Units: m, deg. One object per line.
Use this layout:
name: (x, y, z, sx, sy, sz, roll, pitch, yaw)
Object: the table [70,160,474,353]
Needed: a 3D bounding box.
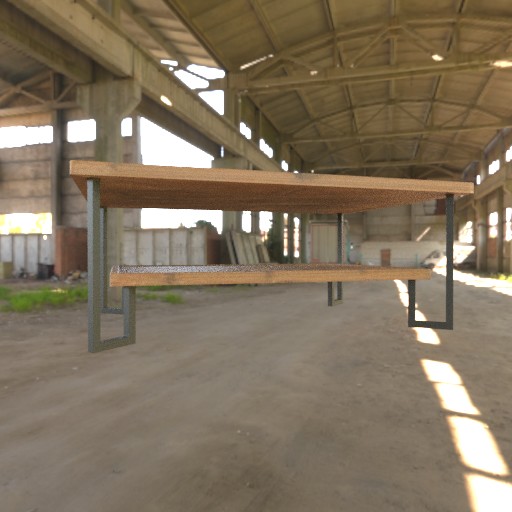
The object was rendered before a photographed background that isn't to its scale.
table: (0.000, 0.000, 1.702, 1.238, 0.492, 0.877, 0, 1, -17)
